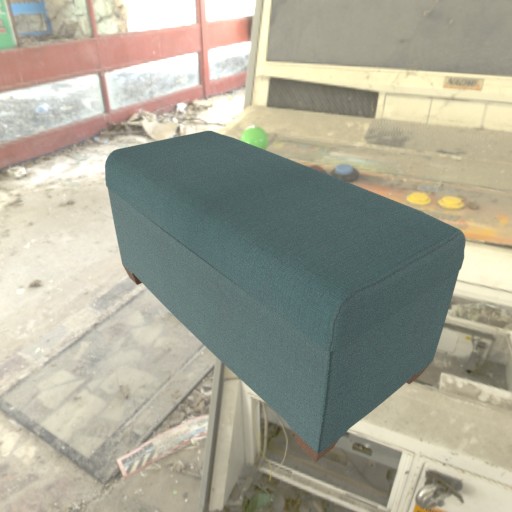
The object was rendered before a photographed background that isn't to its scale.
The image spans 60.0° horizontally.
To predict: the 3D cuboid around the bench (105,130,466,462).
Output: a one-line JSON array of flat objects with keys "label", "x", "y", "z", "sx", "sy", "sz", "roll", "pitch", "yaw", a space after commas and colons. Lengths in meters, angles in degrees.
[{"label": "bench", "x": 0.000, "y": 0.000, "z": 1.281, "sx": 0.476, "sy": 0.474, "sz": 0.995, "roll": -23, "pitch": 39, "yaw": -32}]
